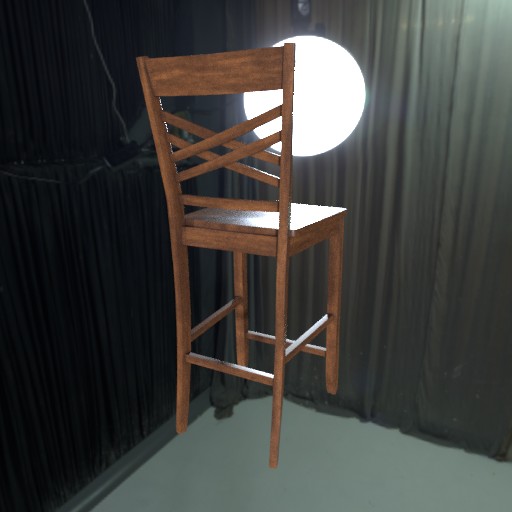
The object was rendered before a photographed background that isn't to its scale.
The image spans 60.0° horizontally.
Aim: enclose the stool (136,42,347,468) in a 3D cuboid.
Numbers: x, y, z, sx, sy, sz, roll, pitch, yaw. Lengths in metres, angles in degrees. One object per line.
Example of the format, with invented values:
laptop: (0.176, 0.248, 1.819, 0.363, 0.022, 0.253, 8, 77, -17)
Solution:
stool: (0.000, 0.000, 1.361, 0.426, 1.098, 0.504, 8, 17, 26)
